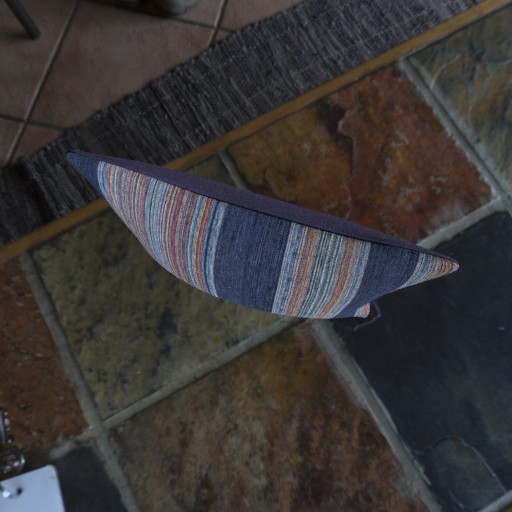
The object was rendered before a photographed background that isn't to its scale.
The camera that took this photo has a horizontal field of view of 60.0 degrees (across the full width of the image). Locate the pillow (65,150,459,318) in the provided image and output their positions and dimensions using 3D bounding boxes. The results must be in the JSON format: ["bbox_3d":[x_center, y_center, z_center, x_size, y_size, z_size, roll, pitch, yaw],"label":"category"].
[{"bbox_3d":[0.000,0.000,0.657,0.437,0.419,0.136,16,76,4],"label":"pillow"}]
